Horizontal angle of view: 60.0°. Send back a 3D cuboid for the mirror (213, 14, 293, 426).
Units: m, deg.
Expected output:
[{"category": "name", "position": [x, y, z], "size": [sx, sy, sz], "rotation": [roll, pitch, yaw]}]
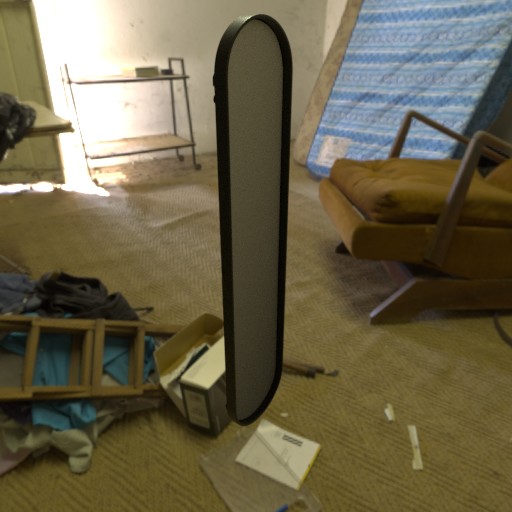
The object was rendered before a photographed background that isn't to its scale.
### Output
[{"category": "mirror", "position": [0.000, 0.000, 1.034], "size": [0.032, 0.991, 0.222], "rotation": [18, 31, 32]}]
